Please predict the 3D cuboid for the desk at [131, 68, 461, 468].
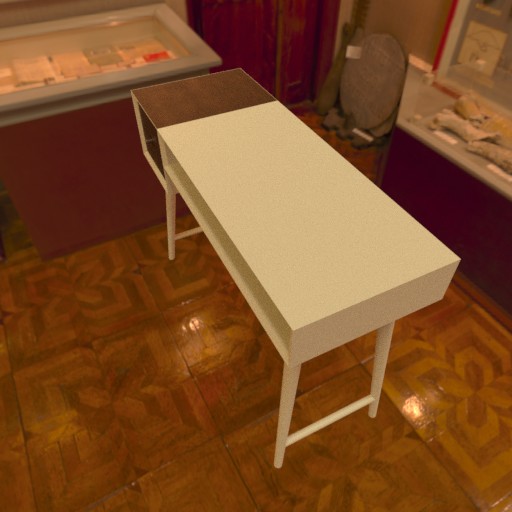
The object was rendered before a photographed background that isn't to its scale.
[{"bbox_3d":[0.000,0.000,1.454,0.409,0.761,1.069,-20,48,-18],"label":"desk"}]
